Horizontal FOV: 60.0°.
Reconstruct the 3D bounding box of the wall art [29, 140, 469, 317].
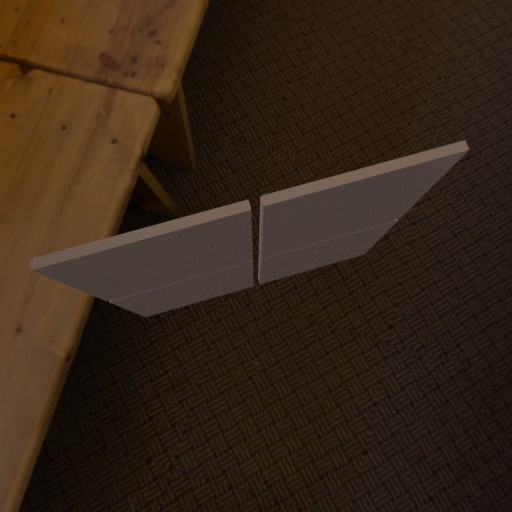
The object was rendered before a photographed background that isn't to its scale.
[{"bbox_3d":[0.000,0.000,1.634,1.118,1.118,0.029,-16,77,-4],"label":"wall art"}]
